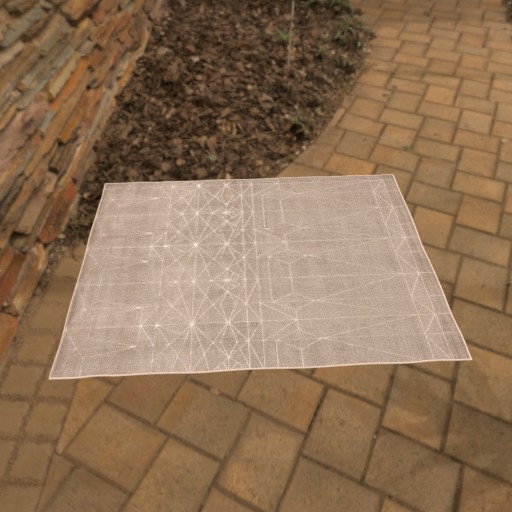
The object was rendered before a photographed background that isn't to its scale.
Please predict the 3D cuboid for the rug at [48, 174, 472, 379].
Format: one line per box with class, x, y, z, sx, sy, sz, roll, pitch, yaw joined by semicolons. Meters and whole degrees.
rug;0.000;0.000;4.319;3.357;0.019;2.449;-2;47;-2
